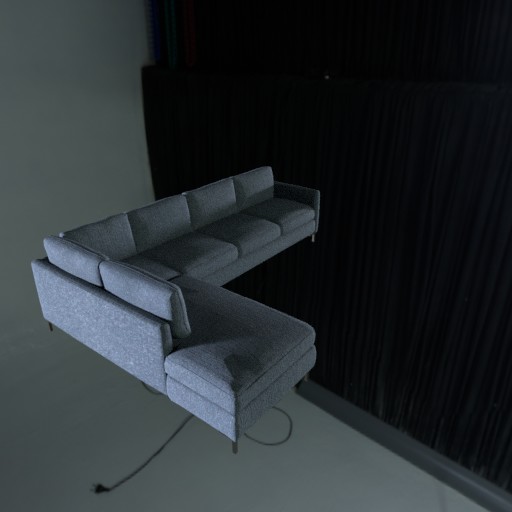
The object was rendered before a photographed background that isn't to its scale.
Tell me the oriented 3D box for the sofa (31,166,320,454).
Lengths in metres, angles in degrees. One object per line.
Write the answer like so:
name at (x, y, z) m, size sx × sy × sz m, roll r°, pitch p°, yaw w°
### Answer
sofa at (0.000, 0.000, 3.841) m, size 2.007 × 0.815 × 2.949 m, roll 18°, pitch 31°, yaw 33°
